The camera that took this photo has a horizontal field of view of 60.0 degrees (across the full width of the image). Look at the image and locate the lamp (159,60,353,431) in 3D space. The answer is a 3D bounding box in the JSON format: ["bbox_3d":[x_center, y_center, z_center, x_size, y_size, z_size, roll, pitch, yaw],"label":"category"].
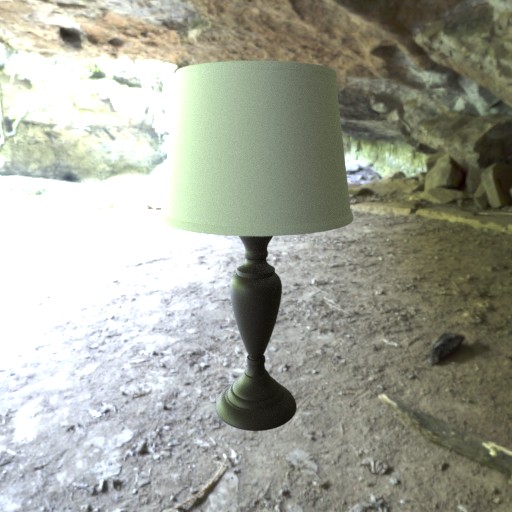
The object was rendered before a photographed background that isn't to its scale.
[{"bbox_3d":[0.000,0.000,0.797,0.335,0.611,0.335,0,15,0],"label":"lamp"}]
